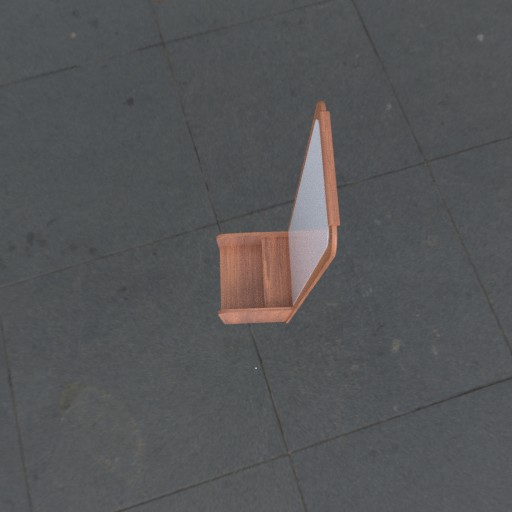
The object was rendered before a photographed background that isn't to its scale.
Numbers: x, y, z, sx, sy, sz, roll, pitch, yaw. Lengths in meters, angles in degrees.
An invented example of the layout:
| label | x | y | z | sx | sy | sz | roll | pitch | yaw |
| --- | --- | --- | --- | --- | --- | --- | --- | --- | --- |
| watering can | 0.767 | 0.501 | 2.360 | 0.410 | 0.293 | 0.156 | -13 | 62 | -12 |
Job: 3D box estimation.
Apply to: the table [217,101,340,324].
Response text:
| label | x | y | z | sx | sy | sz | roll | pitch | yaw |
| --- | --- | --- | --- | --- | --- | --- | --- | --- | --- |
| table | 0.000 | 0.000 | 2.026 | 0.420 | 1.830 | 0.450 | -2 | 76 | -1 |
